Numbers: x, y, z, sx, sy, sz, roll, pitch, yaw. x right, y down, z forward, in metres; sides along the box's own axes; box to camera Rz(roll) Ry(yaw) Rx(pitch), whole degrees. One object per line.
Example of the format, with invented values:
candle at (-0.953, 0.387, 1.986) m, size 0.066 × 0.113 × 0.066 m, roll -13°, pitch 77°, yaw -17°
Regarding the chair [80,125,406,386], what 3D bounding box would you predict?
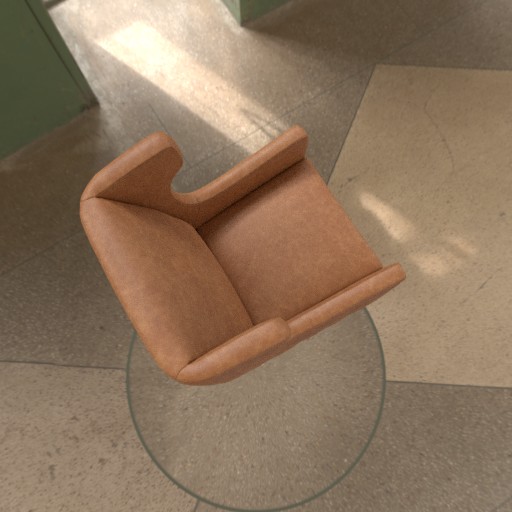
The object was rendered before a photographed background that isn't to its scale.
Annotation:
chair at (0.000, 0.000, 1.712) m, size 0.899 × 1.079 × 0.766 m, roll -31°, pitch 78°, yaw -7°
